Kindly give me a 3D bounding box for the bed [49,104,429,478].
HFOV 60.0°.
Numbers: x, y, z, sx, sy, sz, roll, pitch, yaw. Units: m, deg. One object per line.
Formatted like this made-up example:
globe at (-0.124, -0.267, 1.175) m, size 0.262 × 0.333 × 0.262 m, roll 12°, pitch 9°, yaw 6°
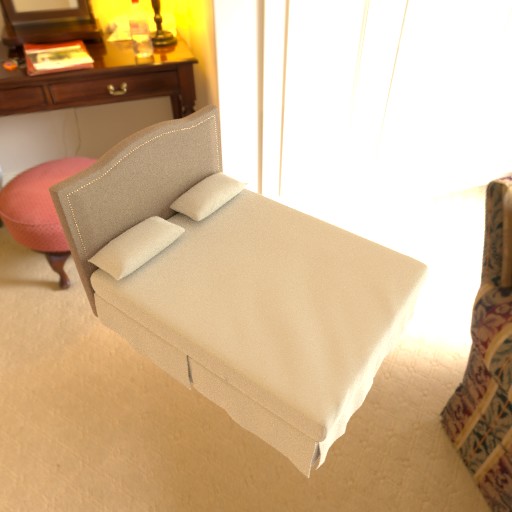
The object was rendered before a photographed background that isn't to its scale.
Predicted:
bed at (0.000, 0.000, 3.436) m, size 2.282 × 1.436 × 1.821 m, roll 26°, pitch 48°, yaw 26°
